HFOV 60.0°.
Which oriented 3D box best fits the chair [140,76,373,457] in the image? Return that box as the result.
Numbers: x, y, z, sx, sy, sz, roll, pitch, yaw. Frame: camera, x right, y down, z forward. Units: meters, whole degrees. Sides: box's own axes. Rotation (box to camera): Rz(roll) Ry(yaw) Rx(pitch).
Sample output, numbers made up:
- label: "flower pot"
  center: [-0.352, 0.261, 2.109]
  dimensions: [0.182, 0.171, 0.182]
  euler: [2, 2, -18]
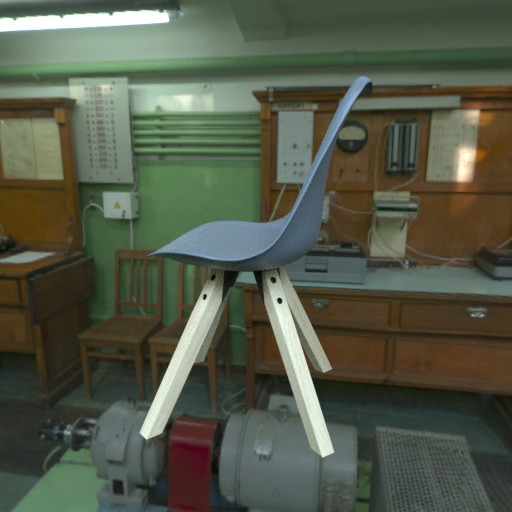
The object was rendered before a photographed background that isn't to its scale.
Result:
- label: "chair"
  center: [0.000, 0.000, 1.178]
  dimensions: [0.550, 0.850, 0.485]
  euler: [2, 14, 9]
